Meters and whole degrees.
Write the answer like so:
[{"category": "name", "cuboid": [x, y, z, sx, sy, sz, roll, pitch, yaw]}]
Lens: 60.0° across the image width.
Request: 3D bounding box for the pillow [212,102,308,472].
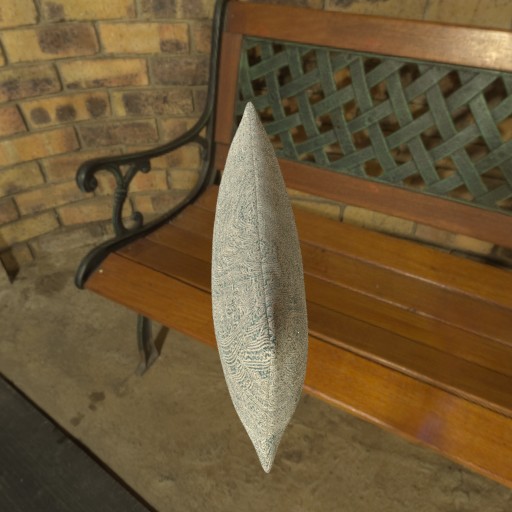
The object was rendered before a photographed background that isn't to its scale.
[{"category": "pillow", "cuboid": [0.000, 0.000, 0.761, 0.151, 0.295, 0.615, -2, 42, -2]}]
